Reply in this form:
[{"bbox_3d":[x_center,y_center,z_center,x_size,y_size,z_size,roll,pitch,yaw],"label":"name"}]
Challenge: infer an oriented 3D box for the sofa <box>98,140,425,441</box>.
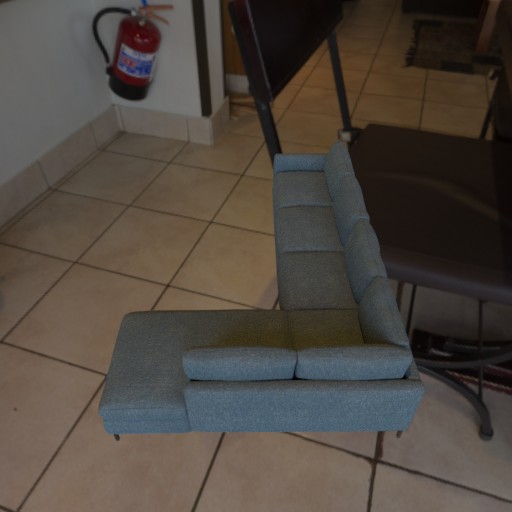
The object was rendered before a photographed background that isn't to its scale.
[{"bbox_3d":[0.000,0.000,3.834,2.007,0.815,2.949,0,41,0],"label":"sofa"}]
